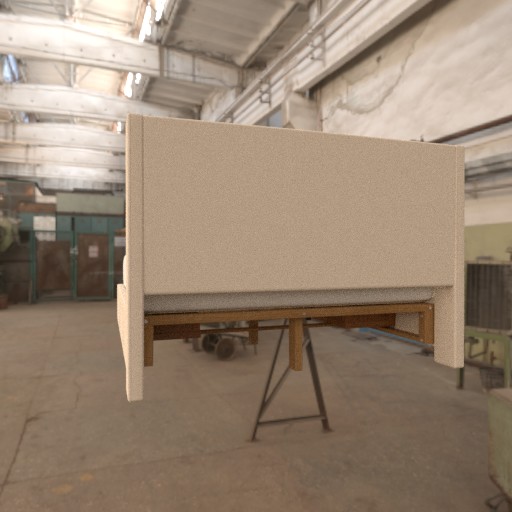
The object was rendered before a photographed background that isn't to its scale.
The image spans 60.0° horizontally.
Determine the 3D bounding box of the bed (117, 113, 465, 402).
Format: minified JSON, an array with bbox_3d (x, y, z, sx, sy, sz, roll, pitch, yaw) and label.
[{"bbox_3d":[0.000,0.000,3.654,2.145,1.471,2.293,0,0,-19],"label":"bed"}]
